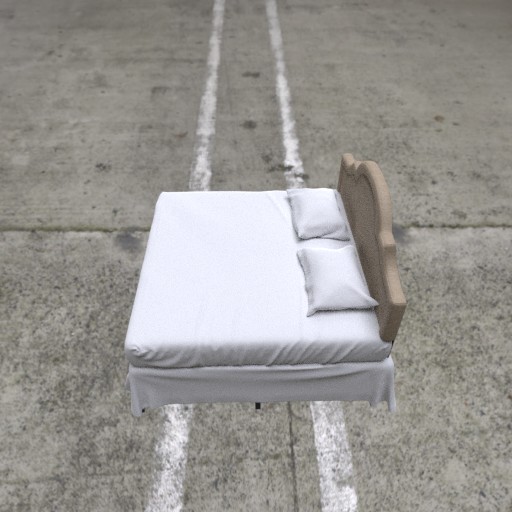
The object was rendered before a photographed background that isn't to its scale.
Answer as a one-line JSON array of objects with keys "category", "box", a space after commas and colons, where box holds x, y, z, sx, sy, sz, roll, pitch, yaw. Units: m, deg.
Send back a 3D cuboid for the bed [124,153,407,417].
[{"category": "bed", "box": [0.000, 0.000, 3.887, 2.222, 1.631, 2.303, -1, 42, -1]}]
